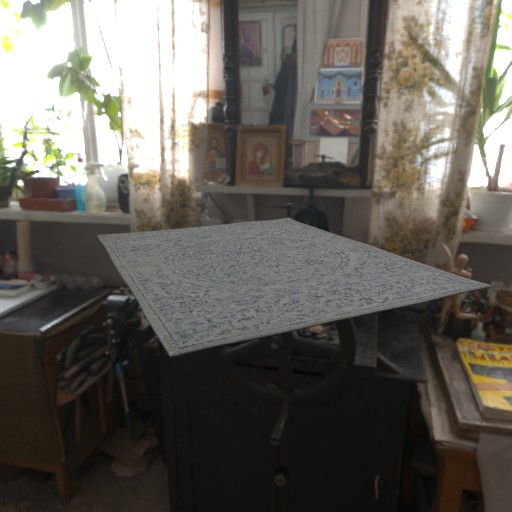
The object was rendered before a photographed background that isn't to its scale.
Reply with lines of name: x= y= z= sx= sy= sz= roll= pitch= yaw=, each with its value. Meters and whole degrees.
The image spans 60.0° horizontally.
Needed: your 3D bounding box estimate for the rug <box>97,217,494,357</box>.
rug: x=0.000 y=0.000 z=3.922 sx=2.343 sy=0.026 sz=2.925 roll=-7 pitch=17 yaw=-25
